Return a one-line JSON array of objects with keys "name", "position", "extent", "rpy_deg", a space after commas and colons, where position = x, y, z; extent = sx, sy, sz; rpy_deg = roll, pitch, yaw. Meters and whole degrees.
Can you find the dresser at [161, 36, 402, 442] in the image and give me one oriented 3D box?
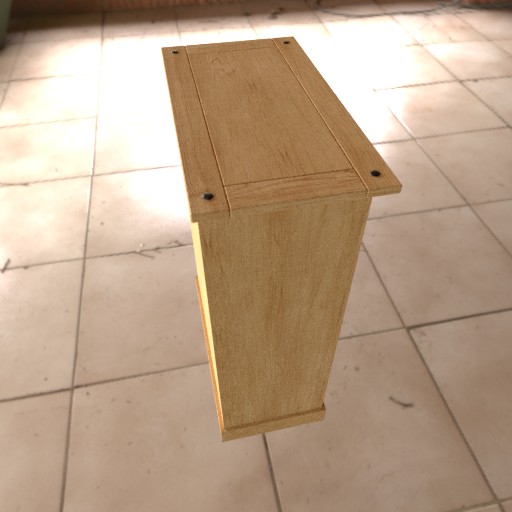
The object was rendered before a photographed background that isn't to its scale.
[{"name": "dresser", "position": [0.000, 0.000, 1.748], "extent": [0.485, 1.300, 0.915], "rpy_deg": [-9, 47, -9]}]
